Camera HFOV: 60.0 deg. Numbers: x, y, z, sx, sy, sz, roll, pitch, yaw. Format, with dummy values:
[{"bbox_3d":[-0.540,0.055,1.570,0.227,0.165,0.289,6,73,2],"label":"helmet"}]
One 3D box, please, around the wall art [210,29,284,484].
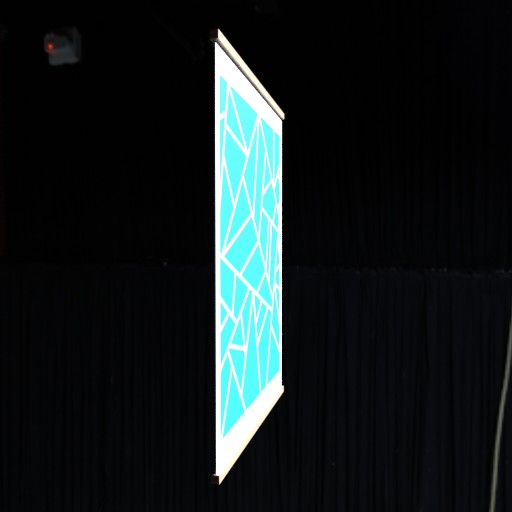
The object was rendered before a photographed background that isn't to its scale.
[{"bbox_3d":[0.000,0.000,1.957,0.030,1.519,0.990,0,2,16],"label":"wall art"}]
